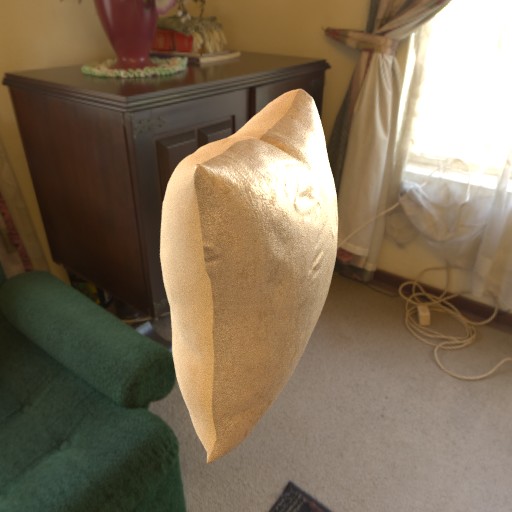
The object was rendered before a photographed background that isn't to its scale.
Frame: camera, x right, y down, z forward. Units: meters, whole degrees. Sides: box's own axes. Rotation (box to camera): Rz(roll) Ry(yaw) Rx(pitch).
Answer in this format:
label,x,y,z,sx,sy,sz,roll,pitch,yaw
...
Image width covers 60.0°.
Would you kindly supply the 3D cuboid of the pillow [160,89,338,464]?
label,x,y,z,sx,sy,sz,roll,pitch,yaw
pillow,0.000,0.000,0.714,0.245,0.448,0.450,10,31,18
